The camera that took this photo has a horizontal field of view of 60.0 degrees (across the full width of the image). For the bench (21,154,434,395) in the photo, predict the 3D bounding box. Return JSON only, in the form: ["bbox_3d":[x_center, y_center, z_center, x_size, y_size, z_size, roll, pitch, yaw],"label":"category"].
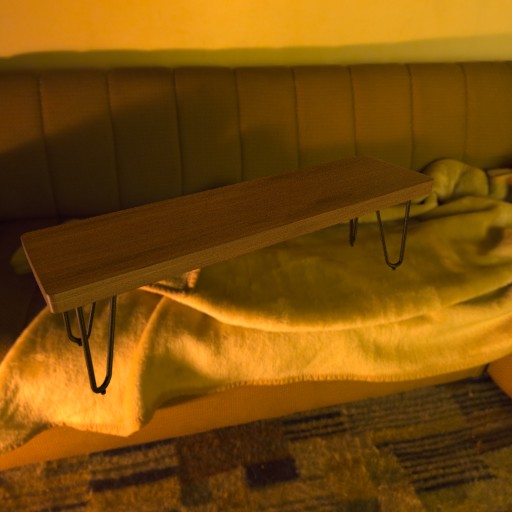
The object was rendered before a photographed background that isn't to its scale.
[{"bbox_3d":[0.000,0.000,1.779,1.570,0.462,0.425,-18,35,-29],"label":"bench"}]
